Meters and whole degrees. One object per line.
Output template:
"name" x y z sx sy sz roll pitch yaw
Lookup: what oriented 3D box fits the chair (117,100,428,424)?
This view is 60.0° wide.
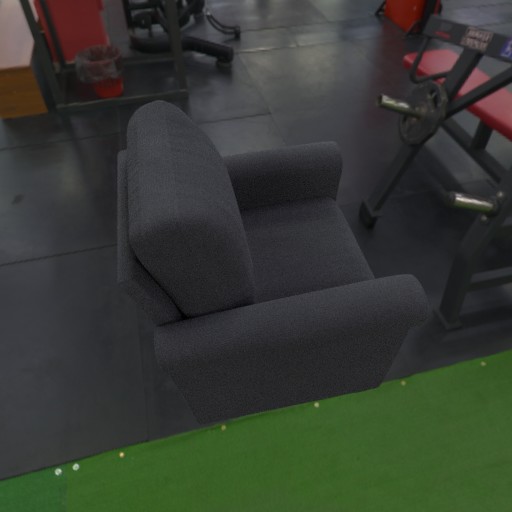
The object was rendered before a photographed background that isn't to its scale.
"chair" 0.000 0.000 1.569 0.828 0.942 0.867 -9 48 -8
